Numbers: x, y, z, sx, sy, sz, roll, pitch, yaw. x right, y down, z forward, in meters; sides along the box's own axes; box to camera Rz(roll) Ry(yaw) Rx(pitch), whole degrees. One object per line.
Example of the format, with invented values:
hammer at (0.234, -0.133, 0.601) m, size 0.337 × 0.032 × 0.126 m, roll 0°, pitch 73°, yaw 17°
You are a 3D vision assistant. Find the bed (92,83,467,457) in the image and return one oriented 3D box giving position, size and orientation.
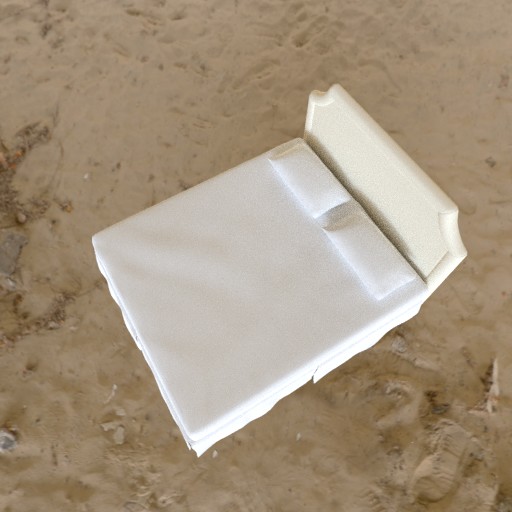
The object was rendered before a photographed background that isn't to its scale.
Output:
bed at (0.000, 0.000, 4.175) m, size 2.773 × 1.590 × 2.350 m, roll -28°, pitch 66°, yaw -14°
